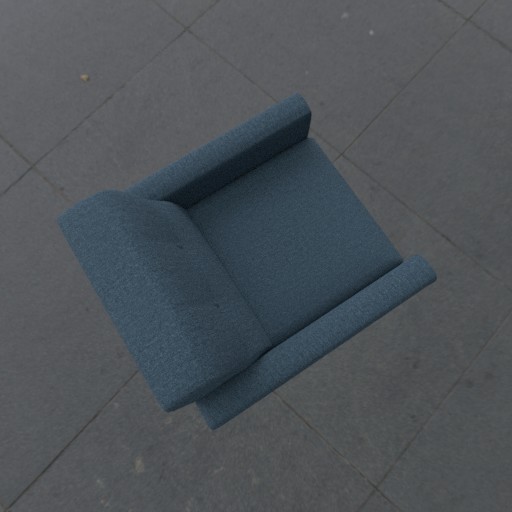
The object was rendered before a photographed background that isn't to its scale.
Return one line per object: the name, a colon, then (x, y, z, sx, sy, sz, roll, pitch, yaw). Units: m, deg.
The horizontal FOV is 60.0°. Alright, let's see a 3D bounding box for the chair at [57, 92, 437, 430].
chair: (0.000, 0.000, 1.675, 0.964, 0.940, 0.880, -32, 78, -8)
